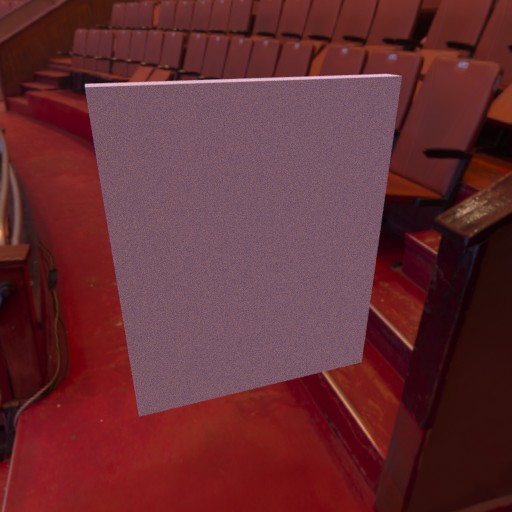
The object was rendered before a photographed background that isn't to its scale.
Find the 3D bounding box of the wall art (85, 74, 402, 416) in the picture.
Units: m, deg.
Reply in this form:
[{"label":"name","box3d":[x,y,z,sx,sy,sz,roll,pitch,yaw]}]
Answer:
[{"label":"wall art","box3d":[0.000,0.000,0.745,0.451,0.553,0.039,-9,28,-17]}]
